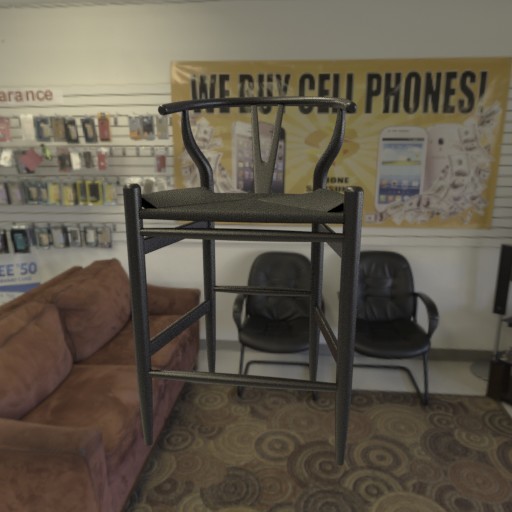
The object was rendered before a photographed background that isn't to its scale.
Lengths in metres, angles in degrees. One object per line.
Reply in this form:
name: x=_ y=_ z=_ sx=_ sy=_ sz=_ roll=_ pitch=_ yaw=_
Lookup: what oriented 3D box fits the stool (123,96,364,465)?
stool: x=0.000 y=0.000 z=1.344 sx=0.569 sy=0.970 sz=0.579 roll=2 pitch=14 yaw=8
